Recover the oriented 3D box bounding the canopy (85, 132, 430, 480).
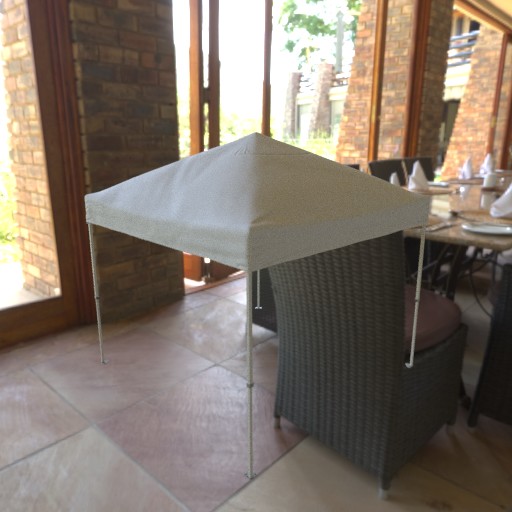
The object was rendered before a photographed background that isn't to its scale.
[{"bbox_3d":[0.000,0.000,5.563,2.998,2.997,2.996,-14,20,-42],"label":"canopy"}]
